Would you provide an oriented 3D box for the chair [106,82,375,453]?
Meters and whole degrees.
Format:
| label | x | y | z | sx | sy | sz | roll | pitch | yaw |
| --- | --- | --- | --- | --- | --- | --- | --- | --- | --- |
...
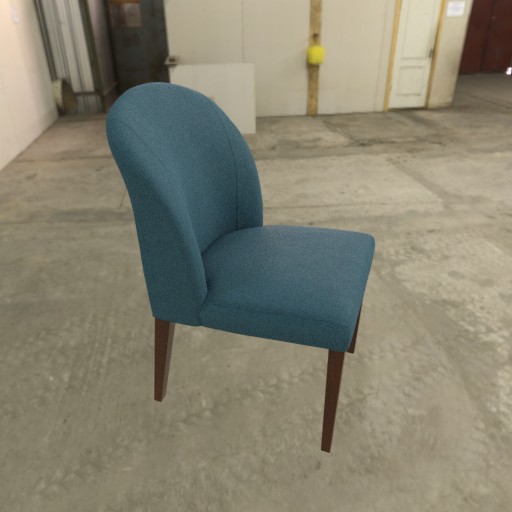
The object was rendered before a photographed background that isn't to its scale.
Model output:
| label | x | y | z | sx | sy | sz | roll | pitch | yaw |
| --- | --- | --- | --- | --- | --- | --- | --- | --- | --- |
| chair | 0.000 | 0.000 | 1.243 | 0.620 | 0.879 | 0.507 | 10 | 31 | 17 |
